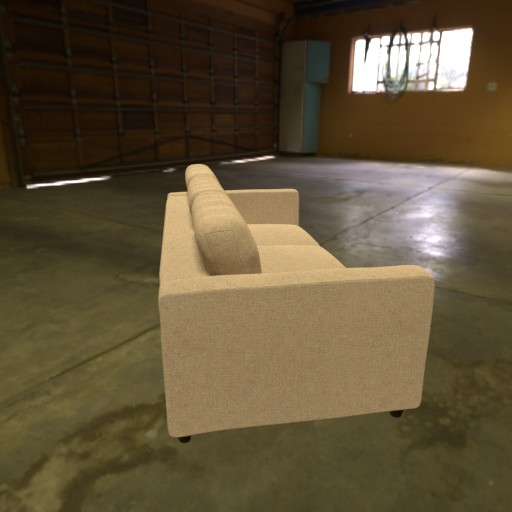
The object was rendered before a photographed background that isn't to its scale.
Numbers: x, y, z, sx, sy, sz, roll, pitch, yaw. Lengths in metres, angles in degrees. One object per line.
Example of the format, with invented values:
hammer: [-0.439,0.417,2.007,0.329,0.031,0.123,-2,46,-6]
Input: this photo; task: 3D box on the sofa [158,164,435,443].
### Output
sofa: [0.000,0.000,2.329,0.930,0.800,1.855,-3,18,-9]
